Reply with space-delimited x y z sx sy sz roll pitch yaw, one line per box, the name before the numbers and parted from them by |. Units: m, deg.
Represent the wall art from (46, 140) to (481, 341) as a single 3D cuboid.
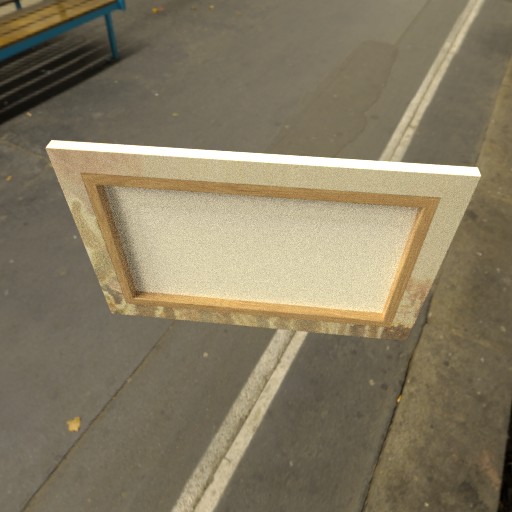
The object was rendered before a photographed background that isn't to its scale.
wall art | 0.000 0.000 1.443 1.142 0.758 0.041 5 47 4
